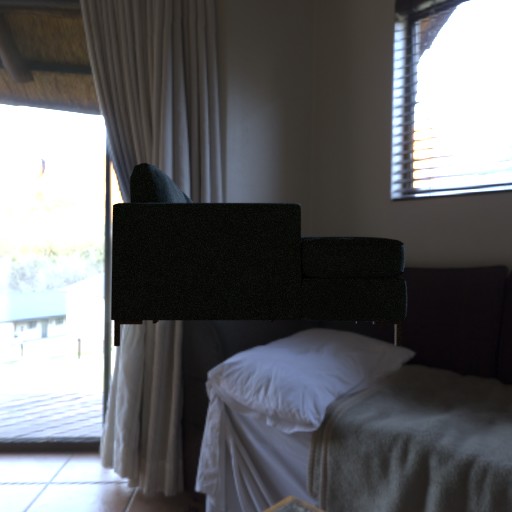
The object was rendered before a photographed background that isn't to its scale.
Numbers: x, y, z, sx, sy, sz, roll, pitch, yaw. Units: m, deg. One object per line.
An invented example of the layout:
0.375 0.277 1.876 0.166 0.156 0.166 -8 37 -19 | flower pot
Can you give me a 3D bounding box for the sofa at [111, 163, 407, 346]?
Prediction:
0.000 0.000 3.902 1.500 0.967 3.400 0 -1 -1 | sofa
